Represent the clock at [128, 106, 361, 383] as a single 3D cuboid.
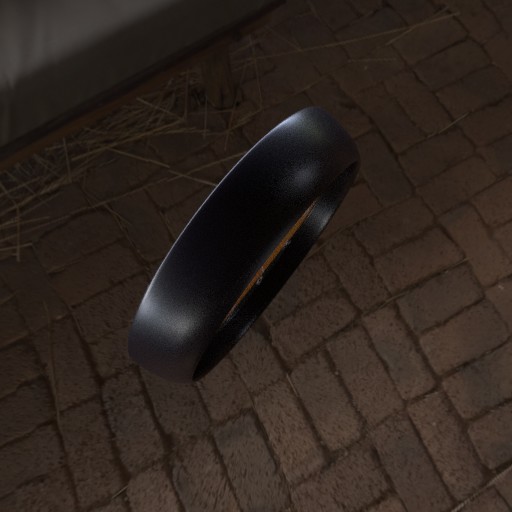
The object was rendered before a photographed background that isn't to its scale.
[{"bbox_3d":[0.000,0.000,0.442,0.060,0.300,0.300,37,78,10],"label":"clock"}]
